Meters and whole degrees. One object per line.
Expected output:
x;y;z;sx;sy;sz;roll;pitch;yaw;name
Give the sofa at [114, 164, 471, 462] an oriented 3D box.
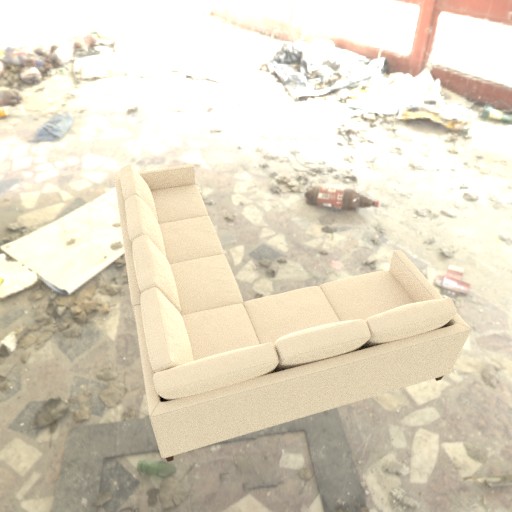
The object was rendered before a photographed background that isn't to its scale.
0.000;0.000;4.367;2.432;0.863;3.182;-11;41;-13;sofa
